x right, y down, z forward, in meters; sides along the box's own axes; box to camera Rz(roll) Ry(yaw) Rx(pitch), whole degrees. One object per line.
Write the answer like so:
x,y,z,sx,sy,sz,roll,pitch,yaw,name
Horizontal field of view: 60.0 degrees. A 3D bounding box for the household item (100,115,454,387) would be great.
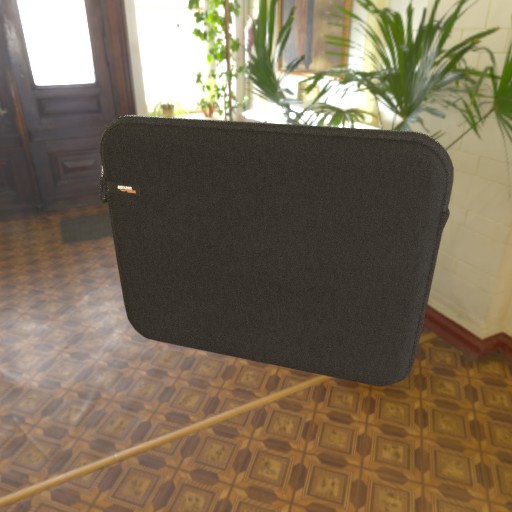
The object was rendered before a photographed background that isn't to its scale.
0.000,0.000,0.521,0.396,0.305,0.030,8,28,15,household item
